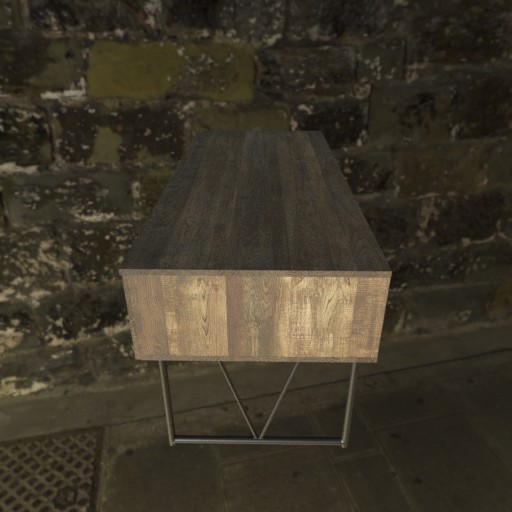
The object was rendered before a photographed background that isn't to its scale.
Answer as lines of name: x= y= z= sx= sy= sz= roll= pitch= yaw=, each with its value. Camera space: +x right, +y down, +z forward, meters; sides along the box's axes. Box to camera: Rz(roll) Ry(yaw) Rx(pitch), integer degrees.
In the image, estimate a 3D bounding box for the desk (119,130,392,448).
desk: x=0.000 y=0.000 z=2.040 sx=0.730 sy=0.780 sz=1.600 roll=0 pitch=28 yaw=1
